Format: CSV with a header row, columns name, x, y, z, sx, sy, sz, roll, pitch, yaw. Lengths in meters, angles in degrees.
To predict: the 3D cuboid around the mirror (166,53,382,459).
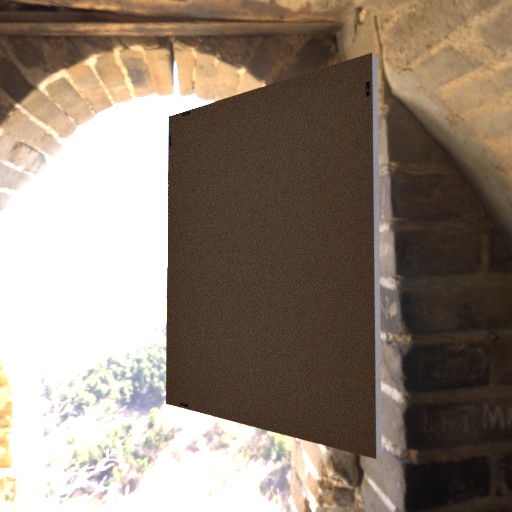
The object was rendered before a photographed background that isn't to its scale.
name,x,y,z,sx,sy,sz,roll,pitch,yaw
mirror,0.000,0.000,1.347,0.762,1.016,0.041,-2,-3,37
